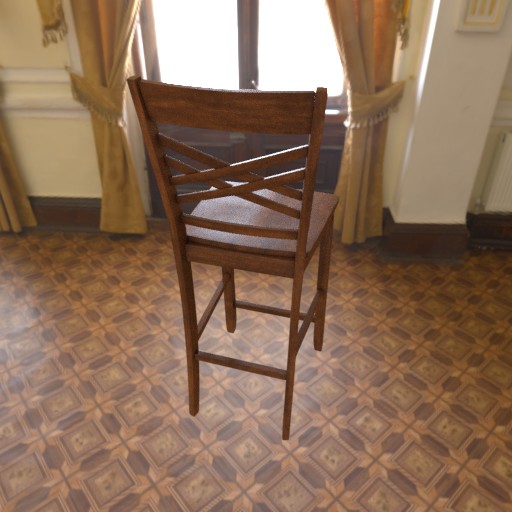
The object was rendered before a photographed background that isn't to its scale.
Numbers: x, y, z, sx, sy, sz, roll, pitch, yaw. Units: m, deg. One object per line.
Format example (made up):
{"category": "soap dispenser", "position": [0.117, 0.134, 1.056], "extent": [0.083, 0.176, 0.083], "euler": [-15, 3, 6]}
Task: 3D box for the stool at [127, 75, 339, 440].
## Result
{"category": "stool", "position": [0.000, 0.000, 1.363], "extent": [0.426, 1.098, 0.504], "euler": [9, 33, 14]}
